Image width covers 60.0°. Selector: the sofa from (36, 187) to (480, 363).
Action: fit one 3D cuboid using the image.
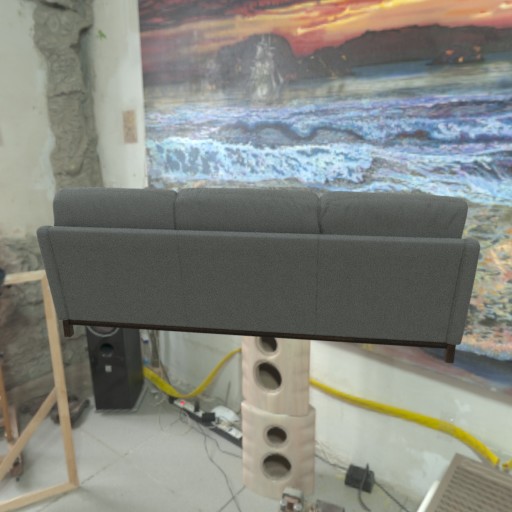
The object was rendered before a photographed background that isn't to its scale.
[{"bbox_3d":[0.000,0.000,2.803,2.344,0.926,0.987,2,15,8],"label":"sofa"}]
